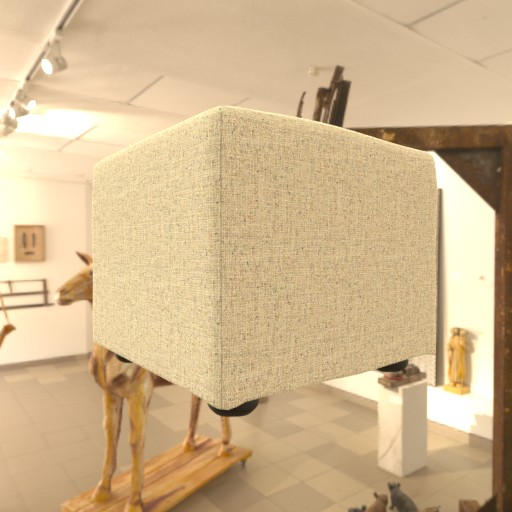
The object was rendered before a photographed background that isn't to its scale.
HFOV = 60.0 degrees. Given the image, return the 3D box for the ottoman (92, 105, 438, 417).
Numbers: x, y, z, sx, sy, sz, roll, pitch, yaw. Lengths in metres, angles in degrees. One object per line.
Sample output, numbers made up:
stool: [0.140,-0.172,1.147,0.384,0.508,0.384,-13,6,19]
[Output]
ottoman: [0.000,0.000,0.907,0.512,0.453,0.521,-1,1,-38]
